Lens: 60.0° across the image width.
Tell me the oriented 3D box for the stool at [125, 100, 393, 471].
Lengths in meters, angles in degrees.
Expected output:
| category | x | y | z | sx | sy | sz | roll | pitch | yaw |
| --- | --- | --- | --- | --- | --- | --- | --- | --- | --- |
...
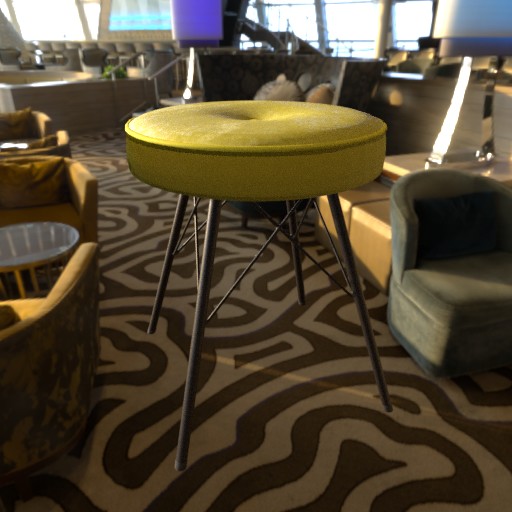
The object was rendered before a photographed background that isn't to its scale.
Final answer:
| category | x | y | z | sx | sy | sz | roll | pitch | yaw |
| --- | --- | --- | --- | --- | --- | --- | --- | --- | --- |
| stool | 0.000 | 0.000 | 0.811 | 0.409 | 0.508 | 0.409 | -8 | 27 | -17 |
